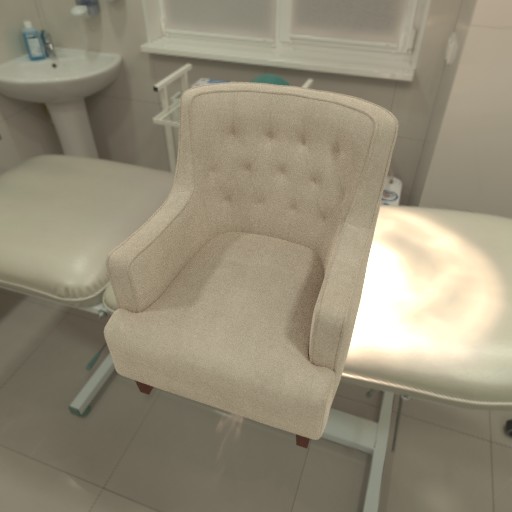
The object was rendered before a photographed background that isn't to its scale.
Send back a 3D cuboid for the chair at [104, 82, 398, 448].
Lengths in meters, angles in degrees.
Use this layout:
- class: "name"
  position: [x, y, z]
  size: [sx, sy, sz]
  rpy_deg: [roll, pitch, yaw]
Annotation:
- class: "chair"
  position: [0.000, 0.000, 1.590]
  size: [0.781, 0.920, 0.910]
  rpy_deg: [13, 42, 15]
